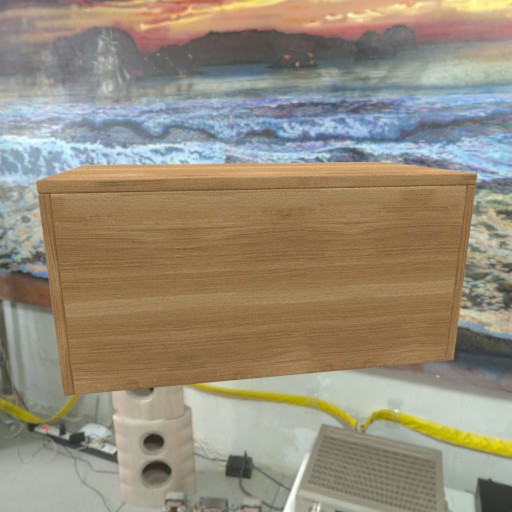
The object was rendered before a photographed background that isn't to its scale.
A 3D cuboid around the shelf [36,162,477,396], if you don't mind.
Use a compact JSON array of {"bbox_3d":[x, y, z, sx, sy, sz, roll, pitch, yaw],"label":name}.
[{"bbox_3d":[0.000,0.000,1.032,0.800,0.400,0.400,-3,15,-9],"label":"shelf"}]
